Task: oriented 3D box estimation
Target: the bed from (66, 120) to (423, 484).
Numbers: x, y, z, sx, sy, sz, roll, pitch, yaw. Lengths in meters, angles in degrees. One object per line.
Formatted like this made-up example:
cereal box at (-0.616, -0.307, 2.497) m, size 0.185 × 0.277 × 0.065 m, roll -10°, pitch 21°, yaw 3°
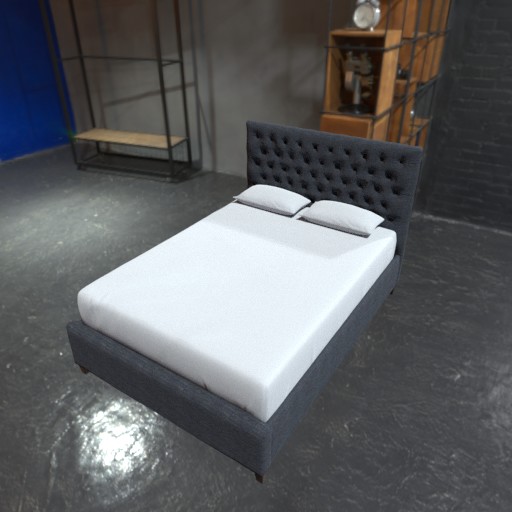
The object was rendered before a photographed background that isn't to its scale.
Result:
bed at (0.000, 0.000, 3.446) m, size 1.698 × 1.427 × 2.387 m, roll 18°, pitch 35°, yaw 28°
